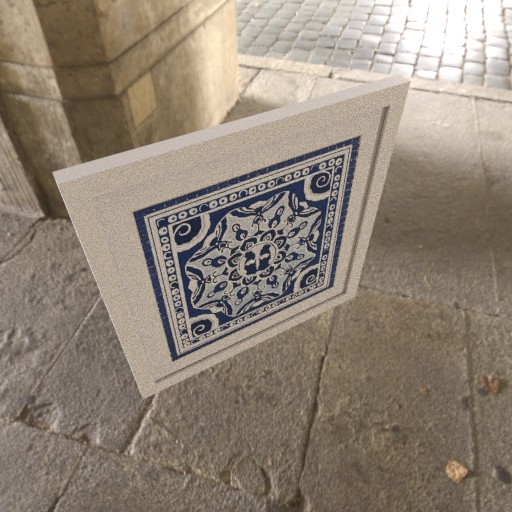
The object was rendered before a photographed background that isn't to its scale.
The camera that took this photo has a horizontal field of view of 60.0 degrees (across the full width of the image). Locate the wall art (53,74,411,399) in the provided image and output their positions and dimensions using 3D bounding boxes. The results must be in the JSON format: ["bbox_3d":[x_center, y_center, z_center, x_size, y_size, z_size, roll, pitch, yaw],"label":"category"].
[{"bbox_3d":[0.000,0.000,0.833,0.559,0.559,0.028,-22,50,-20],"label":"wall art"}]
